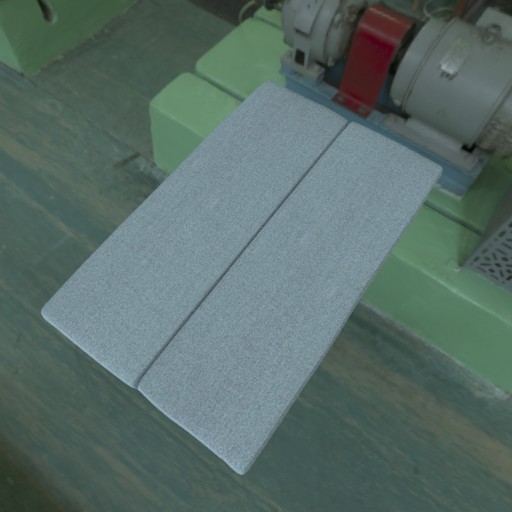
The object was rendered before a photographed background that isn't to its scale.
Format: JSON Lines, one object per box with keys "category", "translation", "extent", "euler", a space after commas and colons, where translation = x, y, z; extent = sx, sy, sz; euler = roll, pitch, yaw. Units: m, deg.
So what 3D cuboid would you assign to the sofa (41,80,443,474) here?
{"category": "sofa", "translation": [0.000, 0.000, 1.653], "extent": [0.817, 0.434, 1.250], "euler": [33, 68, 15]}
